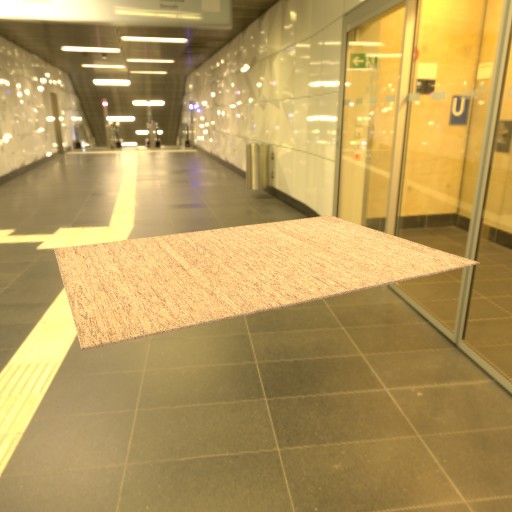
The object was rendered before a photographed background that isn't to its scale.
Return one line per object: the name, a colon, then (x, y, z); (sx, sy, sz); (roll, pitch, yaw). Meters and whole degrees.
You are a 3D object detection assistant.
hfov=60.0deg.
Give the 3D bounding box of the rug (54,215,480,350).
rug: (0.000, 0.000, 2.291); (1.840, 0.013, 1.225); (-9, 20, -26)
